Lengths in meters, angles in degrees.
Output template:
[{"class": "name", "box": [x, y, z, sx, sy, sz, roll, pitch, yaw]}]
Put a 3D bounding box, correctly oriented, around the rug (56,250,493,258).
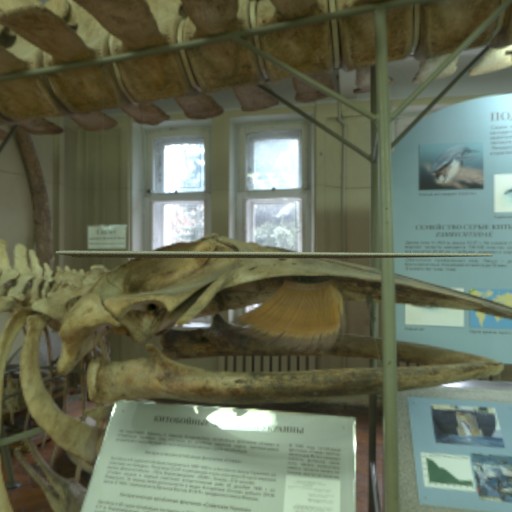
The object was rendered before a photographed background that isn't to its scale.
[{"class": "rug", "box": [0.000, 0.000, 2.839, 2.213, 0.014, 1.608, 0, -1, -20]}]
